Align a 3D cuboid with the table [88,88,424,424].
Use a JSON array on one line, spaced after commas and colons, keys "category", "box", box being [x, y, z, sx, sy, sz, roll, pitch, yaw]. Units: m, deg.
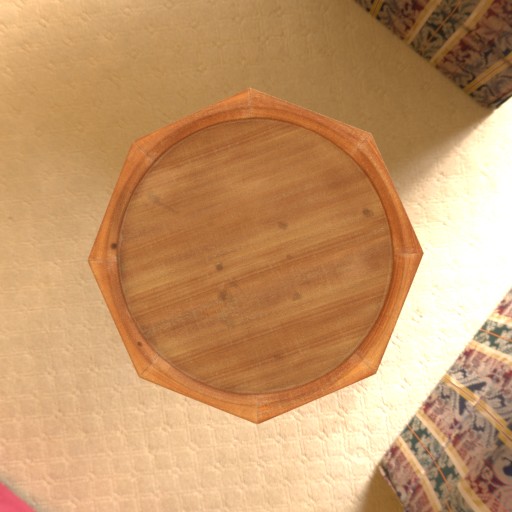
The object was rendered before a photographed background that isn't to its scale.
[{"category": "table", "box": [0.000, 0.000, 1.536, 1.002, 0.444, 1.002, 0, 91, 2]}]
